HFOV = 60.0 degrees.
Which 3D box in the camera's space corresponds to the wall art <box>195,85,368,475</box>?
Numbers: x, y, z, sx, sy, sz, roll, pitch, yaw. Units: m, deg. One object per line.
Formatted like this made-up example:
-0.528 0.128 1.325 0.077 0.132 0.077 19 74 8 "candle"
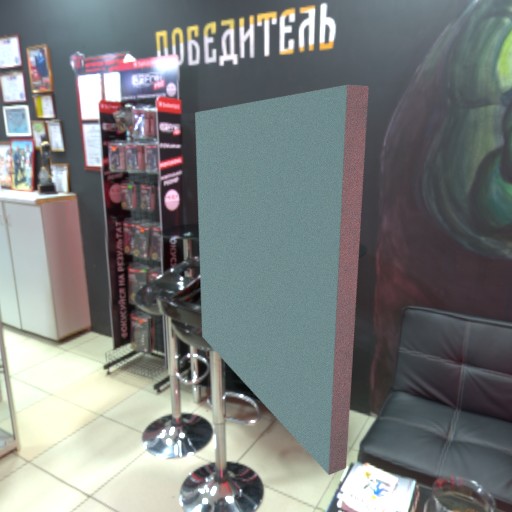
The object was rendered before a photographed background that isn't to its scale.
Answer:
0.000 0.000 0.922 0.036 0.603 0.603 -7 16 -26 "wall art"
